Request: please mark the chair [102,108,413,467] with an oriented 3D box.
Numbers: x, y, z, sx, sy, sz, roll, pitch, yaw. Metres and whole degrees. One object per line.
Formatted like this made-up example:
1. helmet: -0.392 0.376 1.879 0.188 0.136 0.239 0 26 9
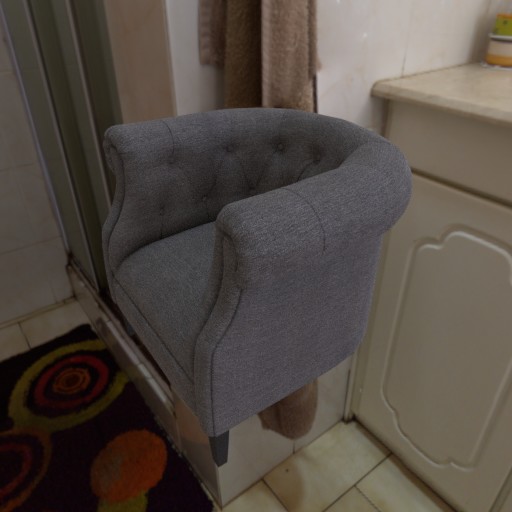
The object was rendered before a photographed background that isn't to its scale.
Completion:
1. chair: 0.000 0.000 1.525 0.852 0.827 0.905 -21 38 -29
